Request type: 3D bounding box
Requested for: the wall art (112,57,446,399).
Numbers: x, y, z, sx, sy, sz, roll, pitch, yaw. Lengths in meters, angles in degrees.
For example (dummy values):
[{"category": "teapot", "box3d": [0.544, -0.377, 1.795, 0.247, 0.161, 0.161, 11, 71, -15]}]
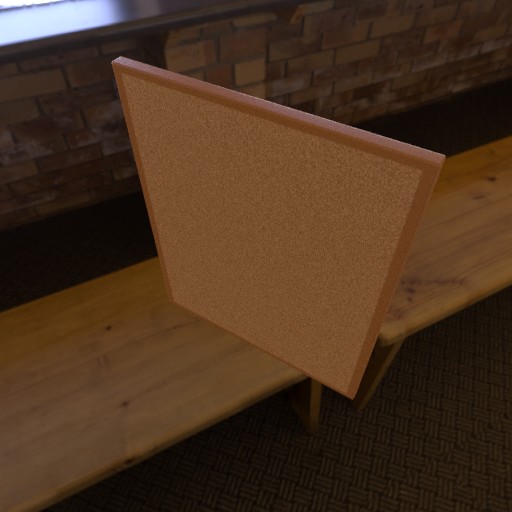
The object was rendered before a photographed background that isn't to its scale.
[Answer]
[{"category": "wall art", "box3d": [0.000, 0.000, 0.506, 0.310, 0.379, 0.015, 24, 52, 20]}]
